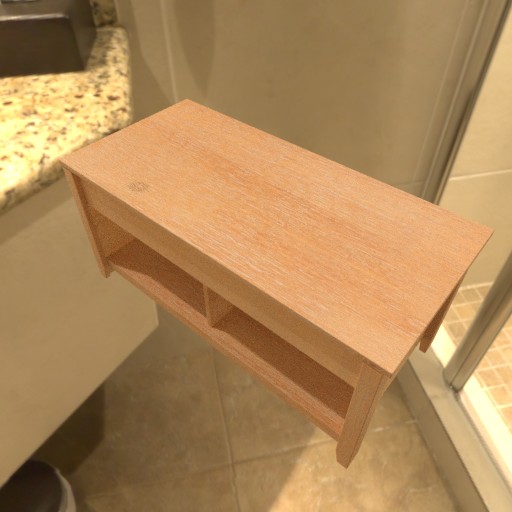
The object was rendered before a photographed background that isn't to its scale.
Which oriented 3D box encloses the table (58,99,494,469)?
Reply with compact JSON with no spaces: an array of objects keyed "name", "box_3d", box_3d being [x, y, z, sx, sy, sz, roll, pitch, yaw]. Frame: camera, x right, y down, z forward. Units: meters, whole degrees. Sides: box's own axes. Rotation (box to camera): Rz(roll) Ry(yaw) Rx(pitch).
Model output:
[{"name":"table","box_3d":[0.000,0.000,1.272,1.016,0.457,0.483,31,53,27]}]
